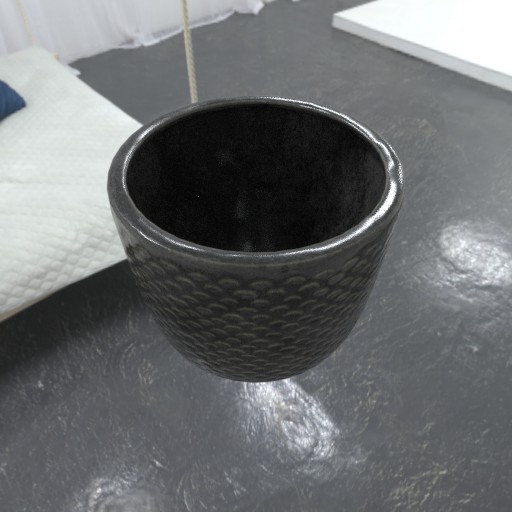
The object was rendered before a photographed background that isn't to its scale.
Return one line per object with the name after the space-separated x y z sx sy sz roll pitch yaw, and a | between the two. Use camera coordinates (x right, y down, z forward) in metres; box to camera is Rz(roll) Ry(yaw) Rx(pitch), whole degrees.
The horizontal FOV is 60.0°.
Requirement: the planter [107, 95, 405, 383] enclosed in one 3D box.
0.000 0.000 0.255 0.140 0.129 0.140 0 46 0 | planter
